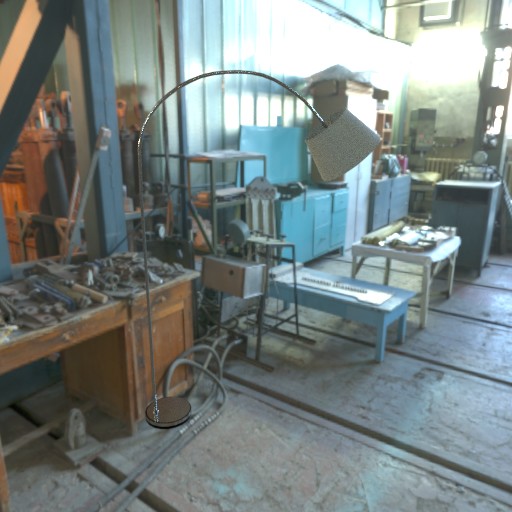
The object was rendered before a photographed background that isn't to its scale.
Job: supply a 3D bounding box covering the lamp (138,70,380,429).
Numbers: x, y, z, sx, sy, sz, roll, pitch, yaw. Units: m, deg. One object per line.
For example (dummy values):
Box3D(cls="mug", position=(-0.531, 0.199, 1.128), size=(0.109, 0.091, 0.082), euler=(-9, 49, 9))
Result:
Box3D(cls="lamp", position=(0.000, 0.000, 2.693), size=(1.445, 2.098, 0.406), euler=(-2, 16, -9))
